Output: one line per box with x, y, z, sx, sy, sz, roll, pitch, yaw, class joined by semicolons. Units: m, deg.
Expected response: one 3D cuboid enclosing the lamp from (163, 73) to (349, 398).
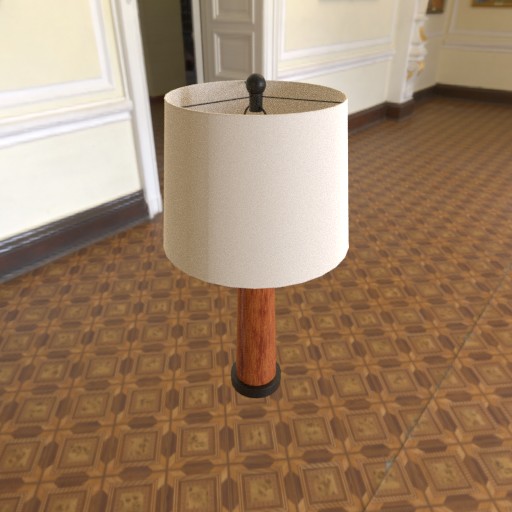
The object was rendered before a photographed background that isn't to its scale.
0.000;0.000;0.867;0.349;0.667;0.349;0;30;0;lamp
